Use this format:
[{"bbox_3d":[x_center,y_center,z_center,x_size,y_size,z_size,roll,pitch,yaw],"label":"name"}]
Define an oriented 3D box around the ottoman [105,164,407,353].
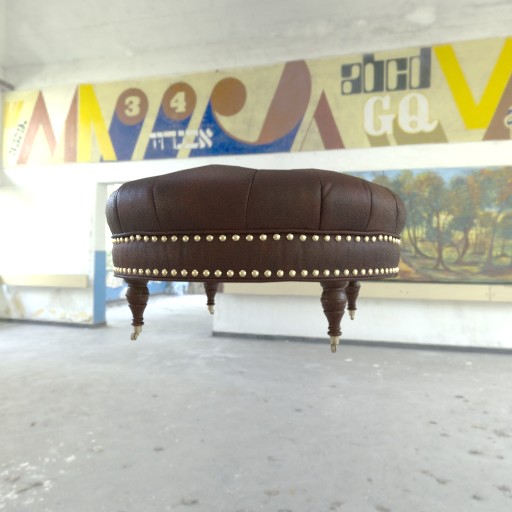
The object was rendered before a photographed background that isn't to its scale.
[{"bbox_3d":[0.000,0.000,1.382,0.901,0.455,0.901,0,0,0],"label":"ottoman"}]
